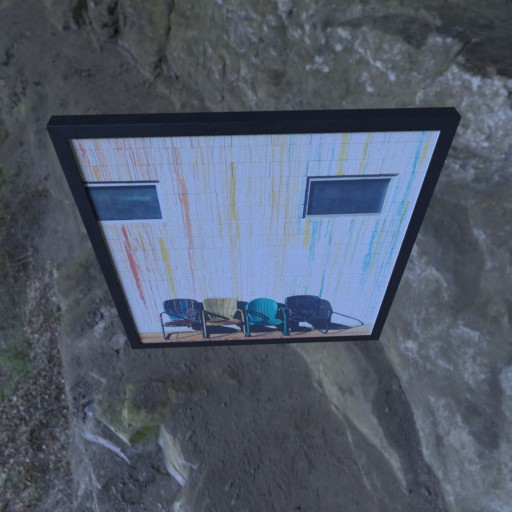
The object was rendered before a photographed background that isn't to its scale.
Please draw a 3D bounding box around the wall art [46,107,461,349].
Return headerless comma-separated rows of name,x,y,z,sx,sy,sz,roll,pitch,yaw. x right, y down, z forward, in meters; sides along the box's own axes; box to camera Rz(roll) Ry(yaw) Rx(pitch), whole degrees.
wall art,0.000,0.000,1.103,0.763,0.763,0.039,-2,47,-2
